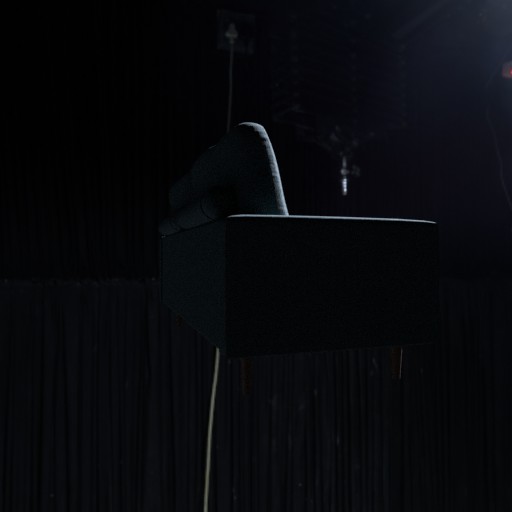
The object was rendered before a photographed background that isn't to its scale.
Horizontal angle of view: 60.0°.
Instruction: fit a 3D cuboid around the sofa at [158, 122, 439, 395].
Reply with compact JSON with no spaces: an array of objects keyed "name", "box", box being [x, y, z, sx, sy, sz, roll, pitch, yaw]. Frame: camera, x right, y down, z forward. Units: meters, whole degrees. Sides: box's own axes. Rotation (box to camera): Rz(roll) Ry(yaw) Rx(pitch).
[{"name":"sofa","box":[0.000,0.000,2.592,0.966,1.050,2.010,0,0,-19]}]
